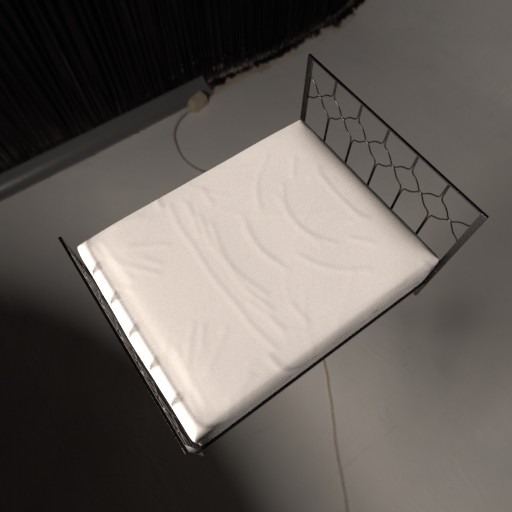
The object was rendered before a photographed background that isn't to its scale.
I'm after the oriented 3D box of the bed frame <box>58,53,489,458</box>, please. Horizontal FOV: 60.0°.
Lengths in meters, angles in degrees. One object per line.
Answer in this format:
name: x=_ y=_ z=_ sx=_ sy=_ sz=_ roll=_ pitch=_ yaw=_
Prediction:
bed frame: x=0.000 y=0.000 z=3.047 sx=2.063 sy=1.222 sz=1.597 roll=-33 pitch=69 yaw=-15
